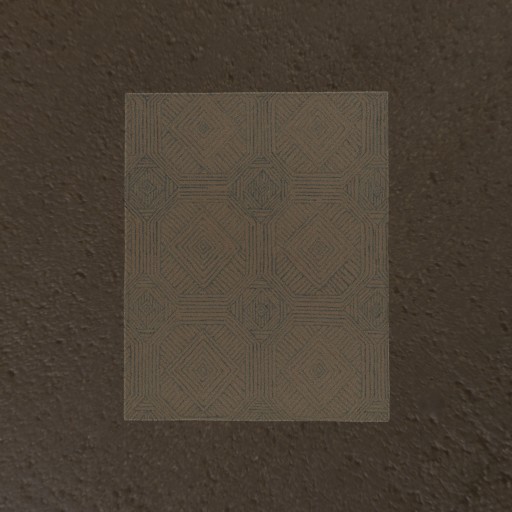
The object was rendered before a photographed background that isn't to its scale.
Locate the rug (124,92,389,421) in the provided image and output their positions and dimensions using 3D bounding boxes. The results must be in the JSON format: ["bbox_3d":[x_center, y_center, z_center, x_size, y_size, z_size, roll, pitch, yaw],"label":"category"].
[{"bbox_3d":[0.000,0.000,4.118,2.457,0.015,3.049,0,89,1],"label":"rug"}]
